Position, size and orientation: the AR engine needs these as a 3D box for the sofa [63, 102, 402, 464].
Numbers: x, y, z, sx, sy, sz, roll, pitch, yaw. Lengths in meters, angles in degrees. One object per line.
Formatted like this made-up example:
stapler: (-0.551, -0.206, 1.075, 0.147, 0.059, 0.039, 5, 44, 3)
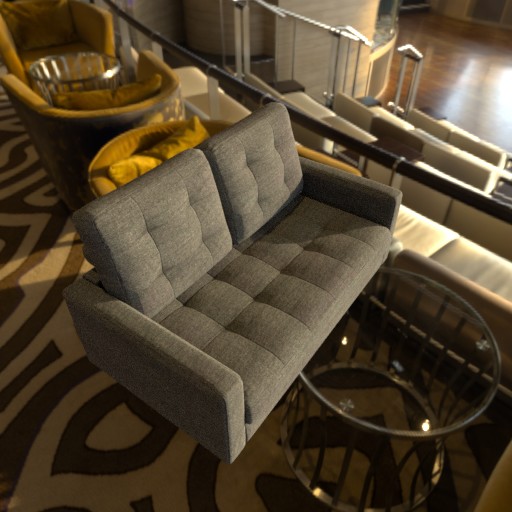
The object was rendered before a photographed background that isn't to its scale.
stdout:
sofa: (0.000, 0.000, 1.973, 0.842, 0.907, 1.407, 25, 46, 26)
